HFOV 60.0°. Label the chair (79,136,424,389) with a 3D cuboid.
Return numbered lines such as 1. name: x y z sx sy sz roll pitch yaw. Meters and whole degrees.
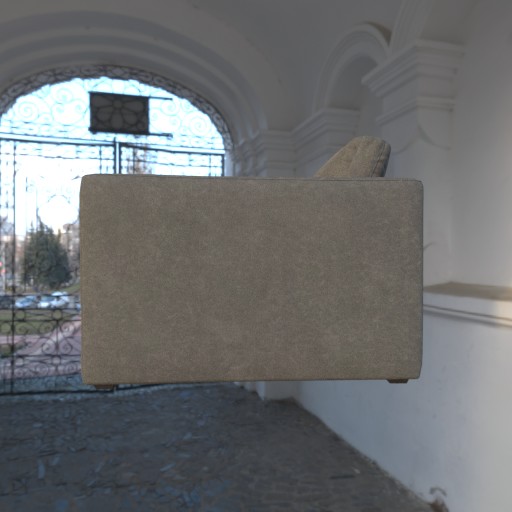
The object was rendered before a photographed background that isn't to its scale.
1. chair: 0.000 0.000 1.904 1.091 0.845 1.190 0 0 0
